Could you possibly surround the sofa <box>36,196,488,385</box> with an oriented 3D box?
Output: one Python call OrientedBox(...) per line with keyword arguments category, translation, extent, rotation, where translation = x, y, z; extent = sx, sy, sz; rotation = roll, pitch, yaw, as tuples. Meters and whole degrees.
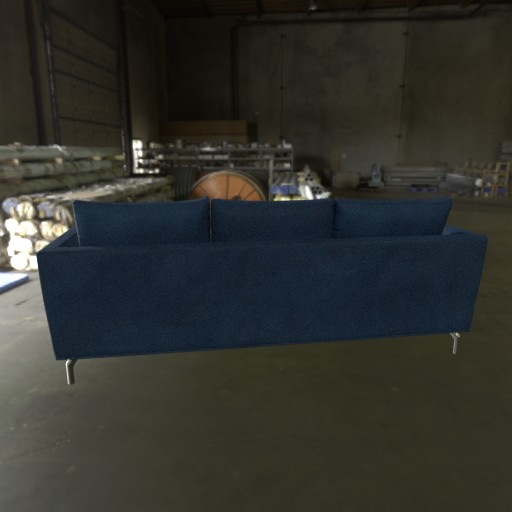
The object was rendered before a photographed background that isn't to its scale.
OrientedBox(category="sofa", translation=(0.000, 0.000, 3.165), extent=(2.438, 0.987, 1.622), rotation=(-2, 14, -9))
